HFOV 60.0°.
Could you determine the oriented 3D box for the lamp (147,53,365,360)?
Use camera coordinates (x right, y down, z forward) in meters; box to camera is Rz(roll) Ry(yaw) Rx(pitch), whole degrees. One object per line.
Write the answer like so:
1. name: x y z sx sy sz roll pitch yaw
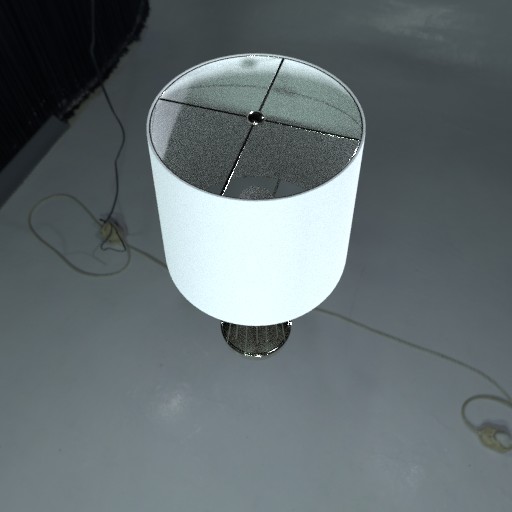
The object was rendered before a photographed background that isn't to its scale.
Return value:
1. lamp: 0.000 0.000 0.782 0.303 0.618 0.303 0 57 0
